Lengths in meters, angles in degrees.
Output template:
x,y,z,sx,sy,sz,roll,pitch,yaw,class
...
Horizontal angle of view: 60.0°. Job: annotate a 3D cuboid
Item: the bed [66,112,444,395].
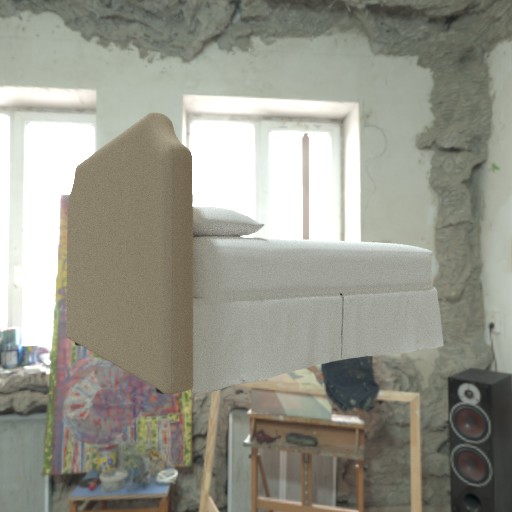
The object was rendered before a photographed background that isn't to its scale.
x,y,z,sx,sy,sz,roll,pitch,yaw,class
0.000,0.000,3.218,2.204,1.301,1.828,1,-1,-36,bed
